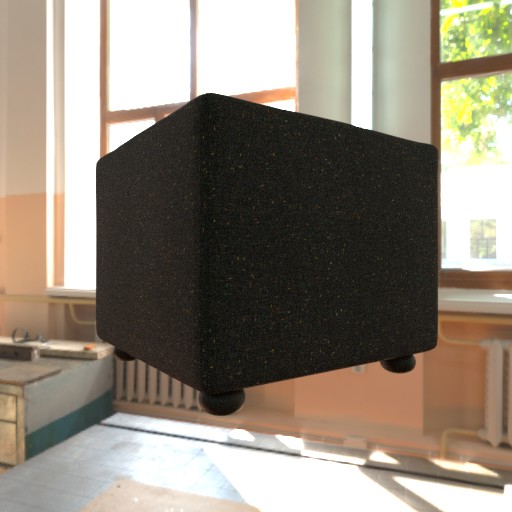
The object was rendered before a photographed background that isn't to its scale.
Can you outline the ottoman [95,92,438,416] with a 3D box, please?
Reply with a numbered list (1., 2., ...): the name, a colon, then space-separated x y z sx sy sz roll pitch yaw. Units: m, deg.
1. ottoman: 0.000 0.000 0.879 0.508 0.432 0.508 0 0 -35
